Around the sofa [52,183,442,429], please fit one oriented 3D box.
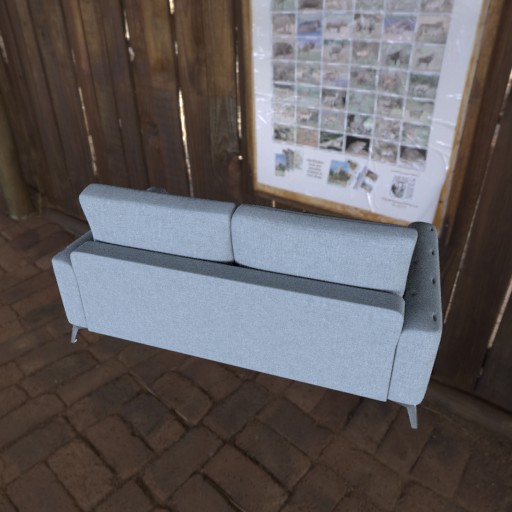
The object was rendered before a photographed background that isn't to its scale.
[{"bbox_3d":[0.000,0.000,2.138,1.650,0.790,0.920,9,32,15],"label":"sofa"}]
